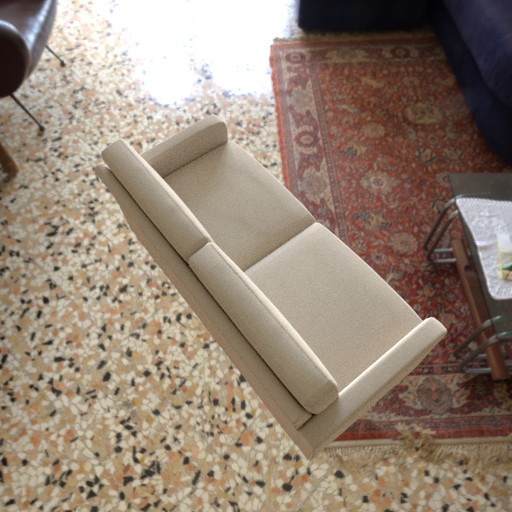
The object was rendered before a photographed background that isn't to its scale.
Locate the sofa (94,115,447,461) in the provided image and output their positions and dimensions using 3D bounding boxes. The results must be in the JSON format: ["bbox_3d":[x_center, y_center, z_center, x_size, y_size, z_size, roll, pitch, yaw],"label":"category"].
[{"bbox_3d":[0.000,0.000,2.330,0.894,0.831,1.808,-33,64,-19],"label":"sofa"}]
